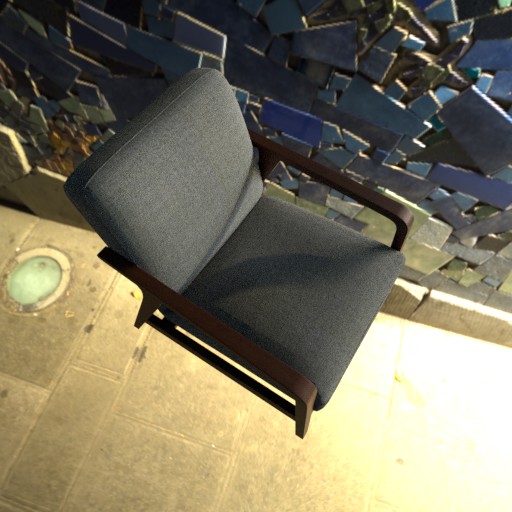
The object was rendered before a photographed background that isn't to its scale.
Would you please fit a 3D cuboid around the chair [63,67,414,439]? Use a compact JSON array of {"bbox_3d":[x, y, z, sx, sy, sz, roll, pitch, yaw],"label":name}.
[{"bbox_3d":[0.000,0.000,1.473,0.858,0.847,0.704,29,63,16],"label":"chair"}]
